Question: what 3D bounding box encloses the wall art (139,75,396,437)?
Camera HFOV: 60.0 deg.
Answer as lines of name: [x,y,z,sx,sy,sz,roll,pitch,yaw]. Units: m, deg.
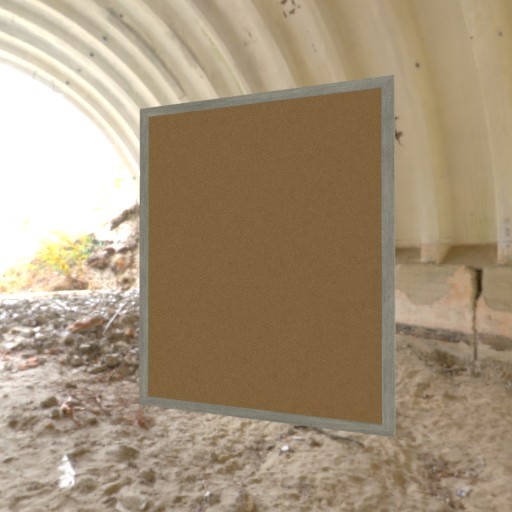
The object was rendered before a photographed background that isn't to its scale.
wall art: [0.000,0.000,0.801,0.479,0.582,0.022,0,-1,20]
